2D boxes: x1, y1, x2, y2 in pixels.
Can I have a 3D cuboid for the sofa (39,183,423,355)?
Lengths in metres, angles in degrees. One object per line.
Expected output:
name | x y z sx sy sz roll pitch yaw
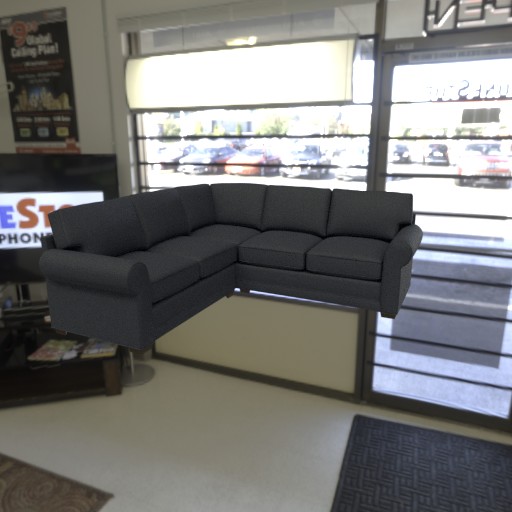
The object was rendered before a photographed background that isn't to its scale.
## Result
sofa | 0.000 0.000 3.920 2.562 1.042 2.487 7 16 25
